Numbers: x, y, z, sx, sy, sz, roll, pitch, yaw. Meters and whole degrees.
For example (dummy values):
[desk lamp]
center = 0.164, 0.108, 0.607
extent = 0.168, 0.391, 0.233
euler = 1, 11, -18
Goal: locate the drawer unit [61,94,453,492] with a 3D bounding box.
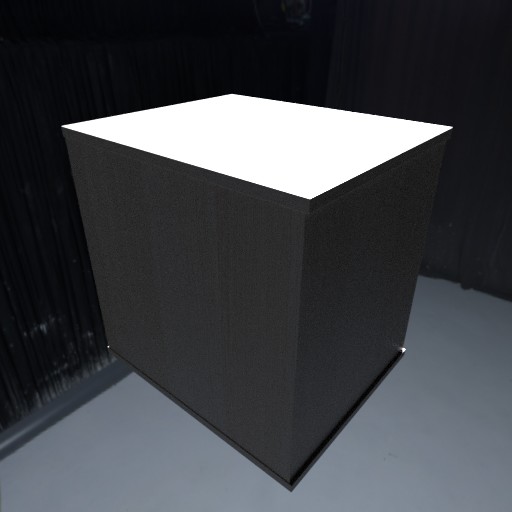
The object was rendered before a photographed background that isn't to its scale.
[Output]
[drawer unit]
center = 0.000, 0.000, 0.597
extent = 0.349, 0.344, 0.290
euler = 23, 36, 35
